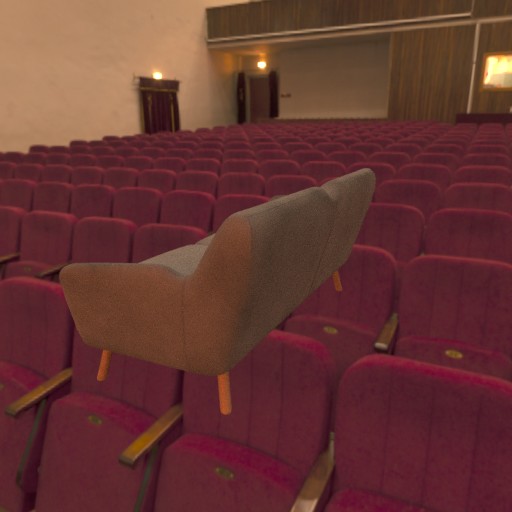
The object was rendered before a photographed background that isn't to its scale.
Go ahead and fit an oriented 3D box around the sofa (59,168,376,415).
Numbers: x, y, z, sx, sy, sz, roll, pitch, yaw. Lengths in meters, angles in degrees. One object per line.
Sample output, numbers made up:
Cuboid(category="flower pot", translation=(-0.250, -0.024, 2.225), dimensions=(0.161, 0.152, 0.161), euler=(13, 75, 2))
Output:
Cuboid(category="sofa", translation=(0.000, 0.000, 2.337), dimensions=(0.850, 0.810, 1.870), euler=(8, 19, 26))
